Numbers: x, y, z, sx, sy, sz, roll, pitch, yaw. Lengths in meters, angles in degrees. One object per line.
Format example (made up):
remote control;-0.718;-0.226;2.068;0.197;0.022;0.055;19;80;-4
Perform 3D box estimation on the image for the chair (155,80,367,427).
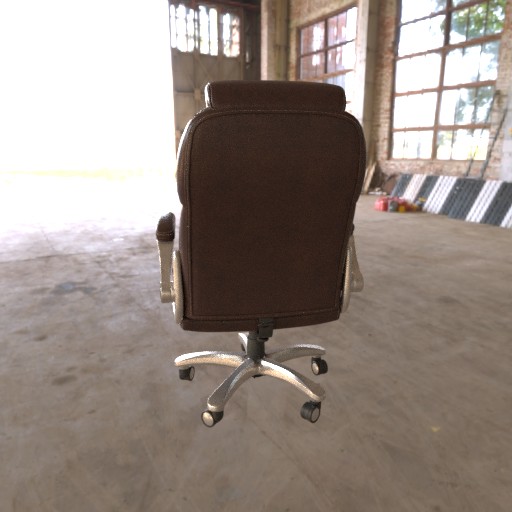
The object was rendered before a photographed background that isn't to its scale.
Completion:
chair;0.000;0.000;1.677;0.733;1.160;0.774;-2;14;-10
